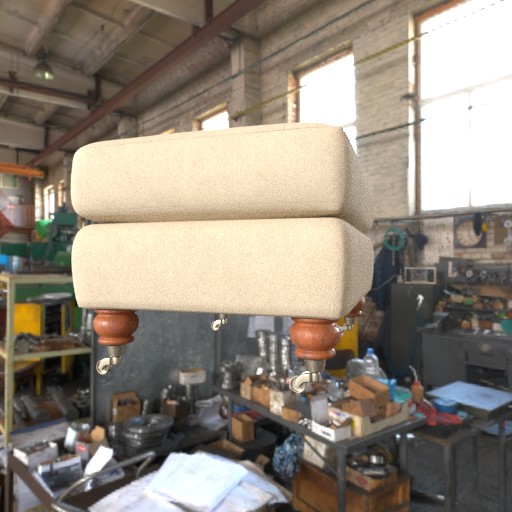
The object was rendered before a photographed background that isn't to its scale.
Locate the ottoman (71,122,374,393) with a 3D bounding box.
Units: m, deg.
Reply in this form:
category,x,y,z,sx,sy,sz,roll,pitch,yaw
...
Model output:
category,x,y,z,sx,sy,sz,roll,pitch,yaw
ottoman,0.000,0.000,1.155,0.569,0.504,0.773,0,0,18
